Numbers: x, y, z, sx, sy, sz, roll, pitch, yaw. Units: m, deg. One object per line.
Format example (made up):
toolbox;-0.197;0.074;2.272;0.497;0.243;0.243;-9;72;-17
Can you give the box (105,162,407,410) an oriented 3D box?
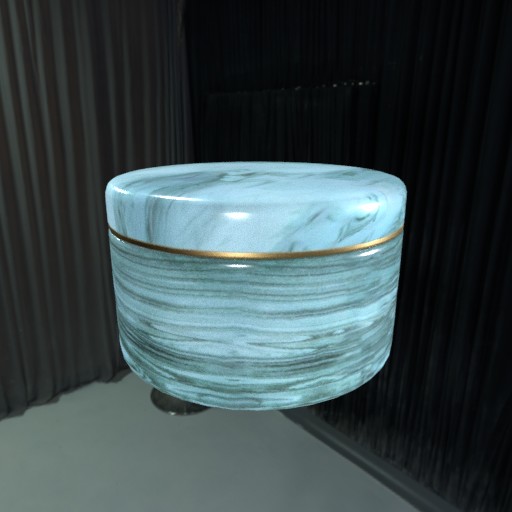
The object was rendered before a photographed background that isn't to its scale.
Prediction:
box;0.000;0.000;0.164;0.101;0.063;0.101;0;17;0
